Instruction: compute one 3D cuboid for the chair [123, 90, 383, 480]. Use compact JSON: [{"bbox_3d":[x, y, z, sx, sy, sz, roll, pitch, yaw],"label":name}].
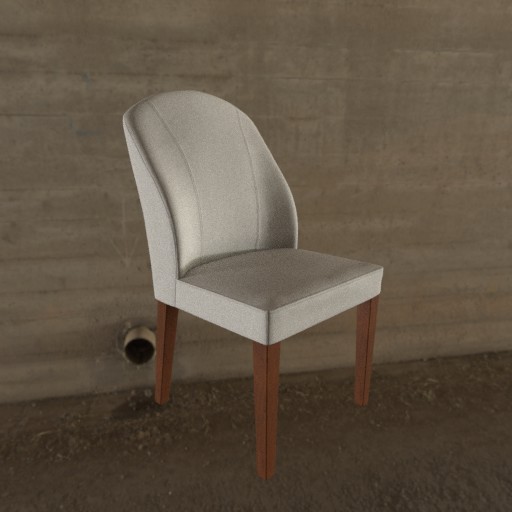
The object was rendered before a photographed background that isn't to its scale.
[{"bbox_3d":[0.000,0.000,1.213,0.540,0.893,0.472,14,20,43],"label":"chair"}]
